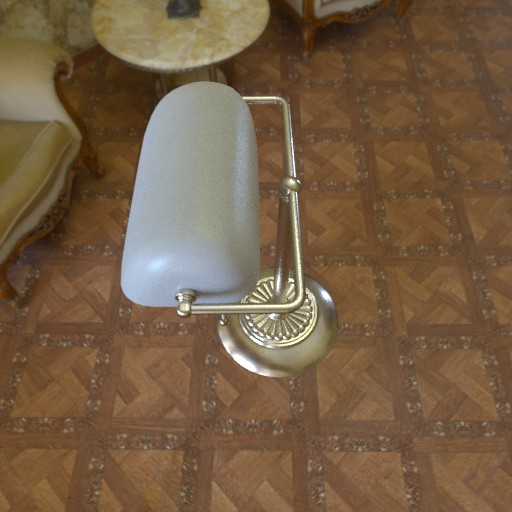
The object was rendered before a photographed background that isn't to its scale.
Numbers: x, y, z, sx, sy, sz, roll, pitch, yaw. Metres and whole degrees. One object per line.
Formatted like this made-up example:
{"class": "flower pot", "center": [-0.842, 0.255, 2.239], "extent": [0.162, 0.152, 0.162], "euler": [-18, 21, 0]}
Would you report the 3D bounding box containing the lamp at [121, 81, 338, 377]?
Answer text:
{"class": "lamp", "center": [0.000, 0.000, 0.514], "extent": [0.243, 0.339, 0.264], "euler": [-1, 57, 0]}
